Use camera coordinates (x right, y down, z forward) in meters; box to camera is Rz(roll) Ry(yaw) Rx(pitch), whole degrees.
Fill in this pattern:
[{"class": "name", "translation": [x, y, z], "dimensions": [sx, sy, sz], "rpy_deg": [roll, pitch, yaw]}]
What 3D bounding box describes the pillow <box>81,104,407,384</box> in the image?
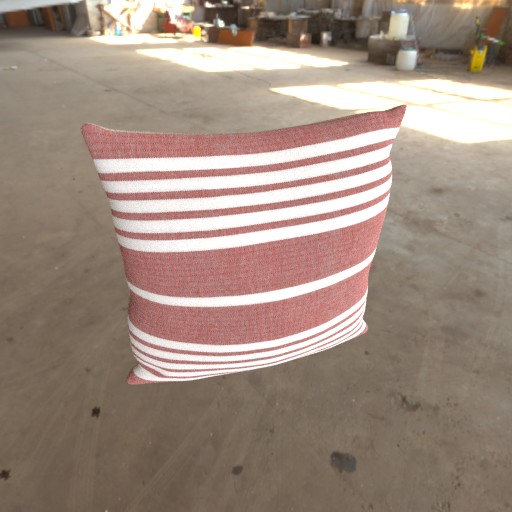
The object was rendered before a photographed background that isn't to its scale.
[{"class": "pillow", "translation": [0.000, 0.000, 0.666], "dimensions": [0.439, 0.427, 0.182], "rpy_deg": [-9, 33, -14]}]
